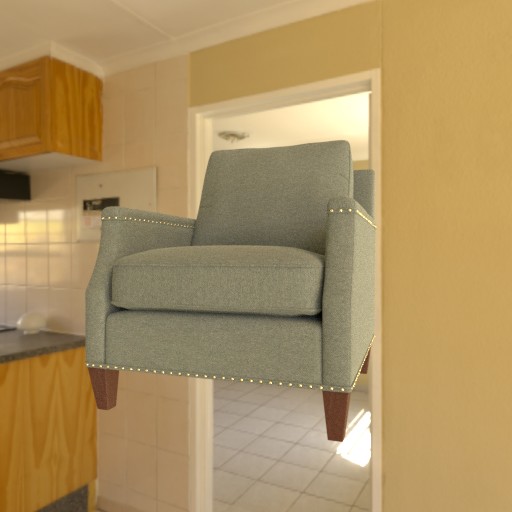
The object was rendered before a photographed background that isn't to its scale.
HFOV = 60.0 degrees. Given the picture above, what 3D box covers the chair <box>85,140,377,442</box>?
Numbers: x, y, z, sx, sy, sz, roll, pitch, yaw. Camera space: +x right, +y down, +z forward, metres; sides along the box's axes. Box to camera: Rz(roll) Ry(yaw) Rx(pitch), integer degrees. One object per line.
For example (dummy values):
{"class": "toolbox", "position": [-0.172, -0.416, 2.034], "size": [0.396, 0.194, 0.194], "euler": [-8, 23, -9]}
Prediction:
{"class": "chair", "position": [0.000, 0.000, 1.785], "size": [0.885, 1.031, 1.031], "euler": [0, 0, 19]}
